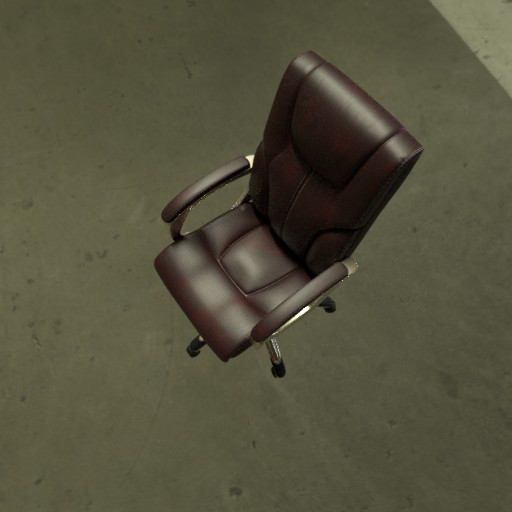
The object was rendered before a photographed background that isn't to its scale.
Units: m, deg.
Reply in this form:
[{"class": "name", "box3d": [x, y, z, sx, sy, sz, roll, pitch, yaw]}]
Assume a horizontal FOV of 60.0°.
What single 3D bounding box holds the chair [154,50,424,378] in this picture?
[{"class": "chair", "box3d": [0.000, 0.000, 1.566, 0.739, 1.107, 0.662, -34, 69, -15]}]
